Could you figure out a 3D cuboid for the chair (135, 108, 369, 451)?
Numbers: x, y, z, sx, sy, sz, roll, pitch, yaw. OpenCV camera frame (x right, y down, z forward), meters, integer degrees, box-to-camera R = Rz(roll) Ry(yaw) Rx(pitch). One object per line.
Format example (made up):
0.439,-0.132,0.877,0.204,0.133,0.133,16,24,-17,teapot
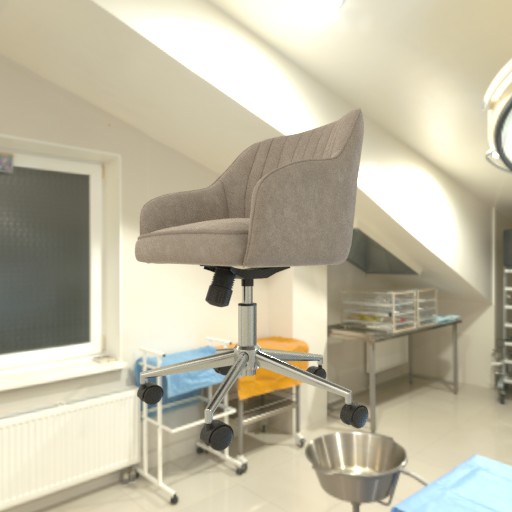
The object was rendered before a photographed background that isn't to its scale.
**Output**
0.000,0.000,1.271,0.573,0.831,0.635,0,0,-37,chair
